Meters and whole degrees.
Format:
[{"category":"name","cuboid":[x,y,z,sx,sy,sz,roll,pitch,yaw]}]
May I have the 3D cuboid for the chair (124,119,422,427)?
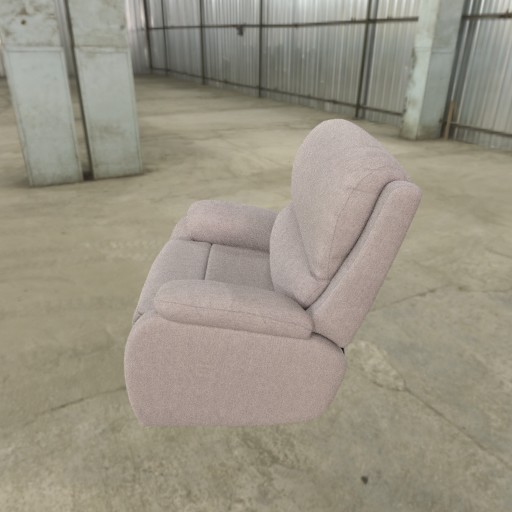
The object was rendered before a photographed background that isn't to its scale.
[{"category":"chair","cuboid":[0.000,0.000,1.744,0.899,1.011,0.930,0,26,0]}]
